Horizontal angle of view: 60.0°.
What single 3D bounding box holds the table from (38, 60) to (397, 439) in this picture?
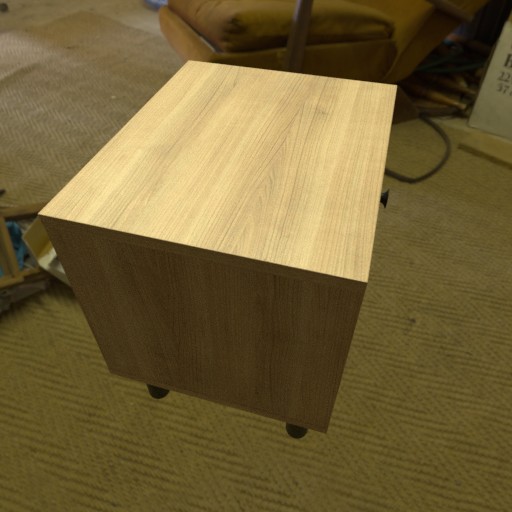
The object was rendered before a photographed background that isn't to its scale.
[{"bbox_3d":[0.000,0.000,0.772,0.380,0.460,0.445,12,47,11],"label":"table"}]
